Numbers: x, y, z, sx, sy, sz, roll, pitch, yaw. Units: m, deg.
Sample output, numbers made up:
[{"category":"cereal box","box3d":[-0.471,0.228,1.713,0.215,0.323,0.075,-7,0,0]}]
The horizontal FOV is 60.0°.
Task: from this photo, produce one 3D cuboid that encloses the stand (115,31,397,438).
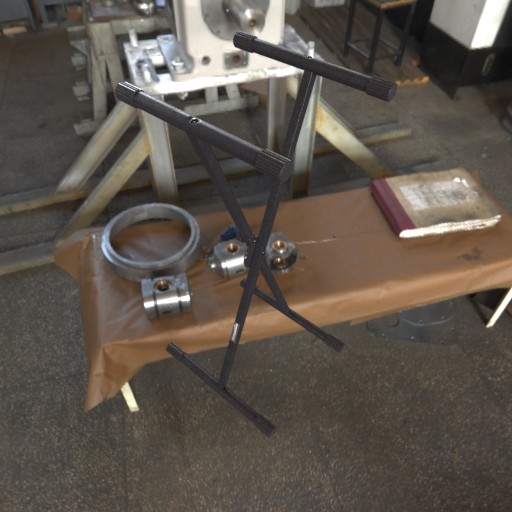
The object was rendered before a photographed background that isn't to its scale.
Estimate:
[{"category":"stand","box3d":[0.000,0.000,1.169,0.449,0.940,0.409,32,55,26]}]
